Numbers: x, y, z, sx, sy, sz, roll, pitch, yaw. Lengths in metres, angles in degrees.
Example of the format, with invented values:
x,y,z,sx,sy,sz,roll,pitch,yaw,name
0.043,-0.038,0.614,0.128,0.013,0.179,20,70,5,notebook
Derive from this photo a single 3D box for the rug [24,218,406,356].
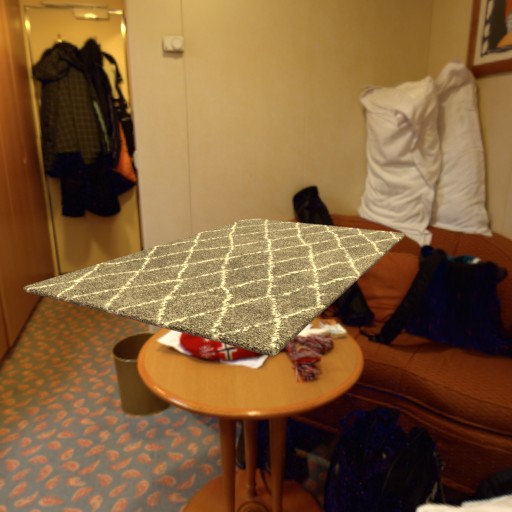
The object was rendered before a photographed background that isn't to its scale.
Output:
x,y,z,sx,sy,sz,roll,pitch,yaw,name
0.000,0.000,3.053,1.524,0.030,2.438,8,17,28,rug
